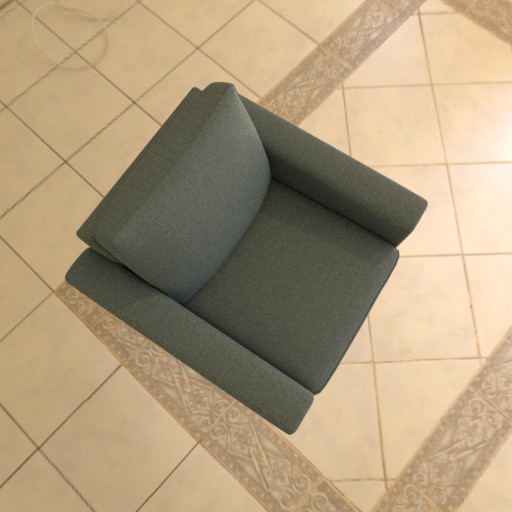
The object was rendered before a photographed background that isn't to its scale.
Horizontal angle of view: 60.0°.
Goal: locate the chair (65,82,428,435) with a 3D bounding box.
[{"bbox_3d":[0.000,0.000,1.855,1.038,1.010,1.024,32,77,9],"label":"chair"}]
